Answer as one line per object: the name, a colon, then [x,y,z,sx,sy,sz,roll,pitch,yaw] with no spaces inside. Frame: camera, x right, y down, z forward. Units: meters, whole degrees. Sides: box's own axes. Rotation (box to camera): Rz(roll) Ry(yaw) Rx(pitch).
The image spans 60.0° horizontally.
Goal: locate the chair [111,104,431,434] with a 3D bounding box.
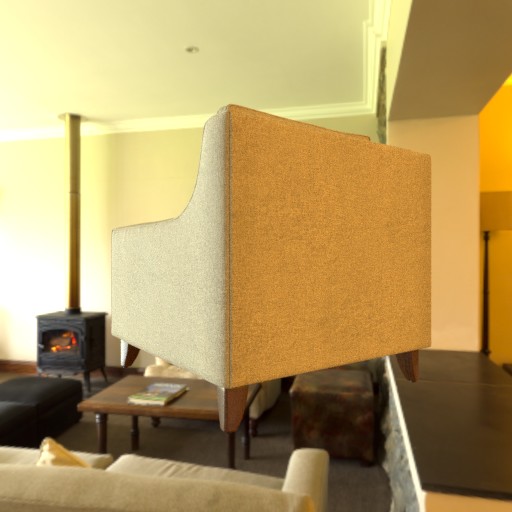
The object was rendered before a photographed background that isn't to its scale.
chair: [0.000,0.000,1.629,0.838,0.864,0.918,0,0,-36]
